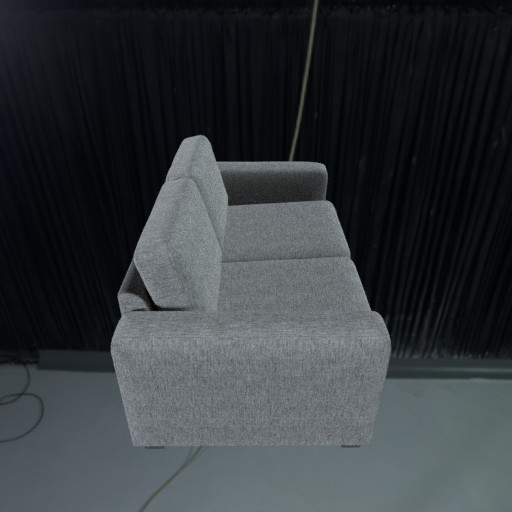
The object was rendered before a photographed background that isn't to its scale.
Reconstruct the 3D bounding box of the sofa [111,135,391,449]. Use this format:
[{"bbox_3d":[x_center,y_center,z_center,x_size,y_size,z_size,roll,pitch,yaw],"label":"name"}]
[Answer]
[{"bbox_3d":[0.000,0.000,2.036,0.900,0.800,1.520,0,32,0],"label":"sofa"}]
